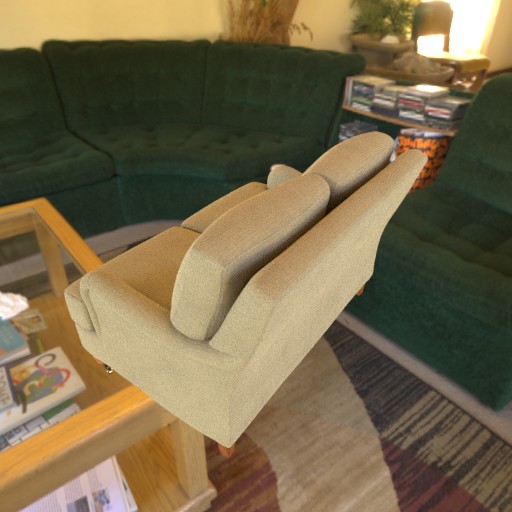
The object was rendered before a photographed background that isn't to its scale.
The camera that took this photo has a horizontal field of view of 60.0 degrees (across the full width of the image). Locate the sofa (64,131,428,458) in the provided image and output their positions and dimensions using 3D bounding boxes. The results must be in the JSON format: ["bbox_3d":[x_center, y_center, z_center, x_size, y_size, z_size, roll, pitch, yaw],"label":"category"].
[{"bbox_3d":[0.000,0.000,2.145,1.087,0.999,1.480,20,37,29],"label":"sofa"}]
